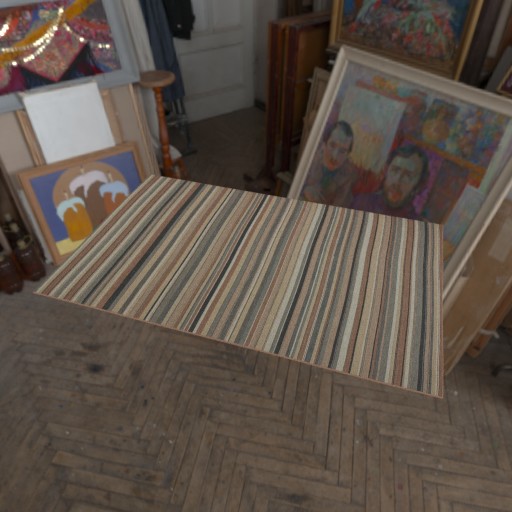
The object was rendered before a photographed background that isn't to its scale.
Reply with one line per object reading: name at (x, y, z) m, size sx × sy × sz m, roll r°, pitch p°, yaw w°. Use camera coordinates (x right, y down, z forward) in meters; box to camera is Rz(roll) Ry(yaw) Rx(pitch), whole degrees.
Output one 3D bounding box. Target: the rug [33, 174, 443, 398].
rug at (0.000, 0.000, 3.034) m, size 2.438 × 0.014 × 1.523 m, roll 12°, pitch 42°, yaw 13°
